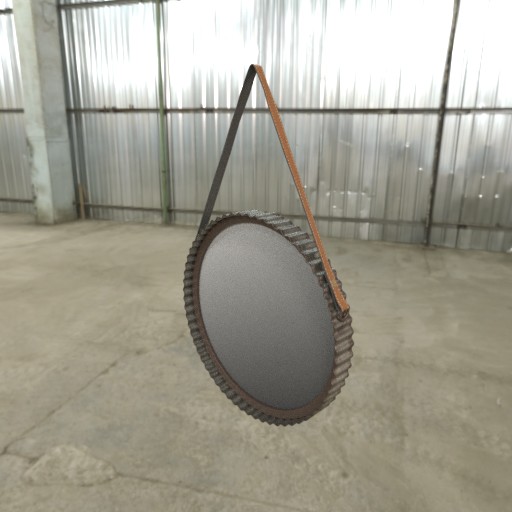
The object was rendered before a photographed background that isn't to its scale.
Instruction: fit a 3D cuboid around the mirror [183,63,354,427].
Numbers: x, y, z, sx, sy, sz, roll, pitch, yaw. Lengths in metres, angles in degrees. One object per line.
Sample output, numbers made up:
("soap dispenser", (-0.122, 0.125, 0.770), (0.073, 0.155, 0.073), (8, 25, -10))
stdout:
("mirror", (0.000, 0.000, 0.709), (0.042, 0.568, 0.355), (-15, 22, -43))
